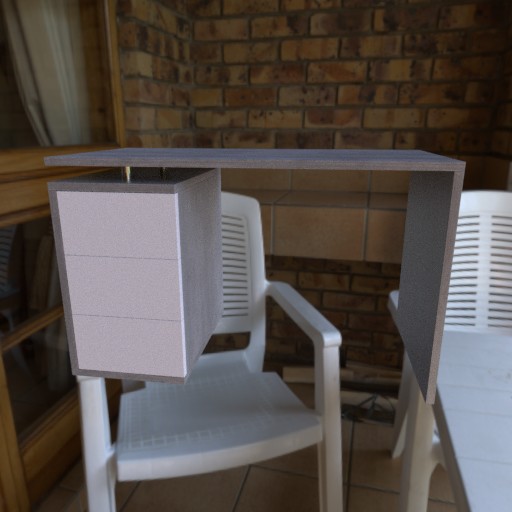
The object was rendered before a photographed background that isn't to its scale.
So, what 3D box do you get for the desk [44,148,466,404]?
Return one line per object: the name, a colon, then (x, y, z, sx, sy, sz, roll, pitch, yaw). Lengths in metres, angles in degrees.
desk: (0.000, 0.000, 1.635, 1.200, 0.740, 0.600, 2, 17, 8)
